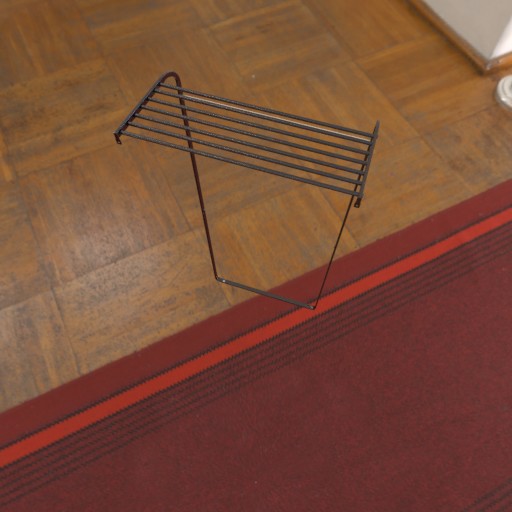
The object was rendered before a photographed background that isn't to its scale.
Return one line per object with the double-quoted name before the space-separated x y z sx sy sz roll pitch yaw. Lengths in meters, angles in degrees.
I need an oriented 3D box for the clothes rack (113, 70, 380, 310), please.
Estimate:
"clothes rack" 0.000 0.000 1.791 0.609 1.574 0.349 16 64 8
